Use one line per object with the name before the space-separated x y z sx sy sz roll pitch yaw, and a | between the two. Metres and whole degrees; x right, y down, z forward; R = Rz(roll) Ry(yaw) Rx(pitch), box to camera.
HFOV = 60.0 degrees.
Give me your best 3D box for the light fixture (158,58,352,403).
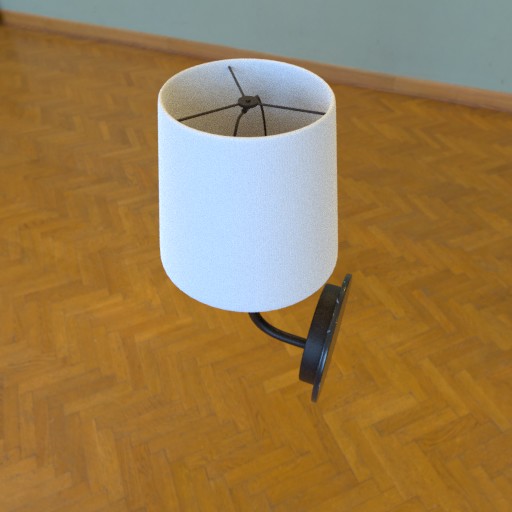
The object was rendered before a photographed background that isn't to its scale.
light fixture | 0.000 0.000 0.443 0.188 0.337 0.168 15 48 14
